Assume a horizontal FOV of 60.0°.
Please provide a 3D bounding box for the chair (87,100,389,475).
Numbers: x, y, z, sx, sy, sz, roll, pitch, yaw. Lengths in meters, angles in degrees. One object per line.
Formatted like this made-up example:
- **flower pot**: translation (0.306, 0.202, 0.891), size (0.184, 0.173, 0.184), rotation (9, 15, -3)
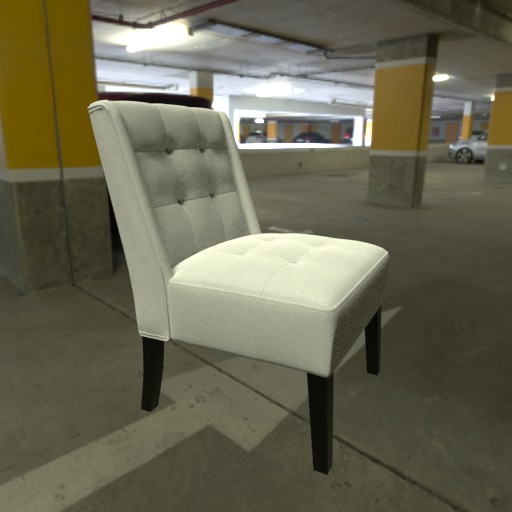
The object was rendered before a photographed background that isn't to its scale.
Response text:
- **chair**: translation (0.000, 0.000, 1.290), size (0.676, 0.853, 0.569), rotation (8, 17, 27)
